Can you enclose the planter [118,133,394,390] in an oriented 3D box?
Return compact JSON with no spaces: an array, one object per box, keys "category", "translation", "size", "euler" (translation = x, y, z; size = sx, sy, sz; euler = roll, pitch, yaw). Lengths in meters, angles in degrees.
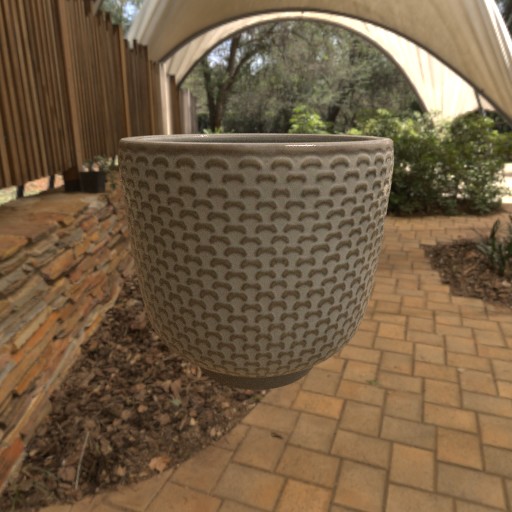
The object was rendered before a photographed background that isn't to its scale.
[{"category":"planter","translation":[0.000,0.000,0.309],"size":[0.173,0.160,0.173],"euler":[0,17,0]}]
